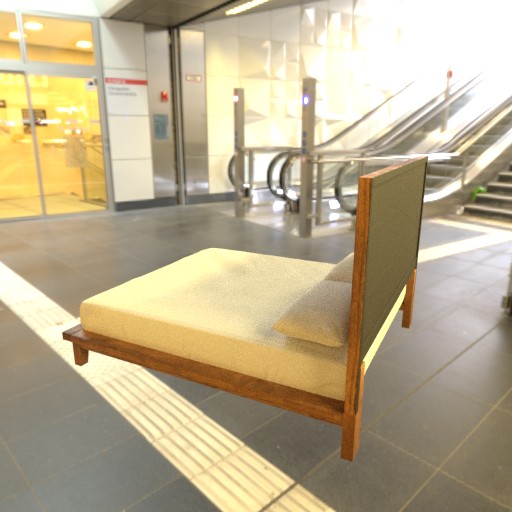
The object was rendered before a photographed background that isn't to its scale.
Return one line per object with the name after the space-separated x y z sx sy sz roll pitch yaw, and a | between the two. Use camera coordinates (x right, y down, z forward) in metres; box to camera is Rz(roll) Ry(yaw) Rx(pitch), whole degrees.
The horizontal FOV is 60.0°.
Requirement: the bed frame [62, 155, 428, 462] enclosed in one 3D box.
0.000 0.000 3.576 2.235 1.537 2.038 8 18 26 | bed frame
